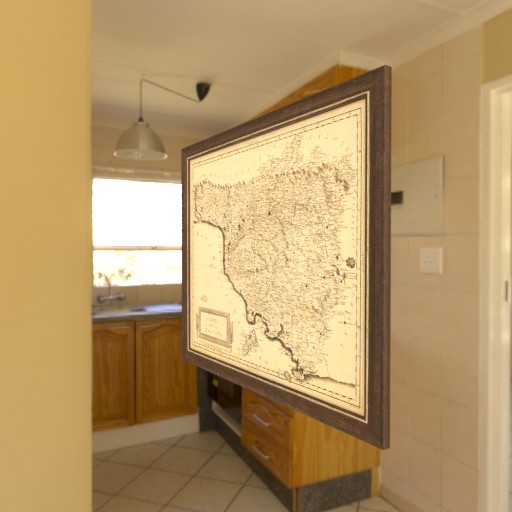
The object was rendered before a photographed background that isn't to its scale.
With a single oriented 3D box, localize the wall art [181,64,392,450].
[{"bbox_3d":[0.000,0.000,1.432,0.023,0.875,1.033,-1,1,-36],"label":"wall art"}]
